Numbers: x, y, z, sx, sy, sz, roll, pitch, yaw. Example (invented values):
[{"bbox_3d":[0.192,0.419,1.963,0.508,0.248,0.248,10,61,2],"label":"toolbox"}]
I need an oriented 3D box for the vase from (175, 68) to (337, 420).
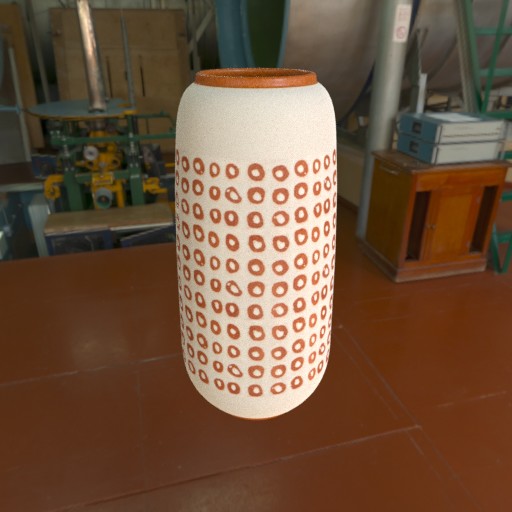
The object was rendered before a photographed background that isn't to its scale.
[{"bbox_3d":[0.000,0.000,0.367,0.133,0.282,0.133,0,27,0],"label":"vase"}]
